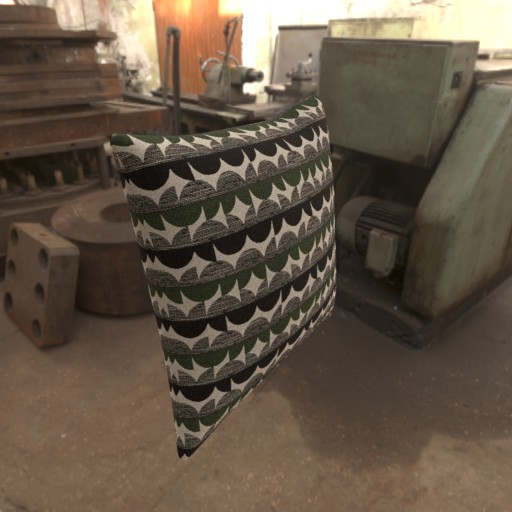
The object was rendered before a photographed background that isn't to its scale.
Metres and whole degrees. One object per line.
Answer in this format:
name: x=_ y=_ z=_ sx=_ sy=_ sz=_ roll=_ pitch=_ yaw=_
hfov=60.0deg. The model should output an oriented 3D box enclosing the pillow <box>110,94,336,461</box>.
pillow: x=0.000 y=0.000 z=0.644 sx=0.180 sy=0.404 sz=0.419 roll=17 pitch=31 yaw=31
